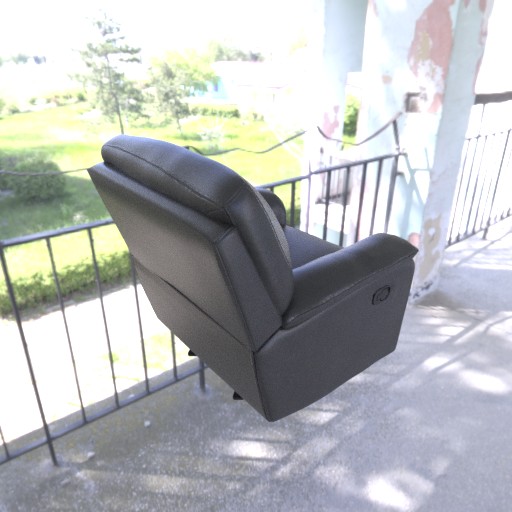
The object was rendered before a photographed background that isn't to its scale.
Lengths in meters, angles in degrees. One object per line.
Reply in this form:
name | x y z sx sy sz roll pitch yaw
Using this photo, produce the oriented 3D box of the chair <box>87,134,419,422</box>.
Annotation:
chair | 0.000 0.000 2.020 1.087 1.109 1.096 -19 31 -34
